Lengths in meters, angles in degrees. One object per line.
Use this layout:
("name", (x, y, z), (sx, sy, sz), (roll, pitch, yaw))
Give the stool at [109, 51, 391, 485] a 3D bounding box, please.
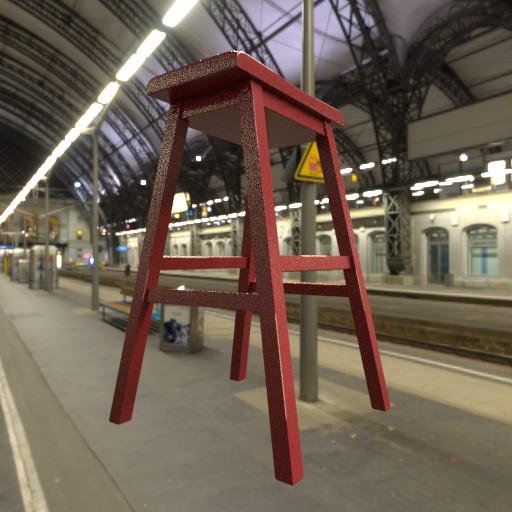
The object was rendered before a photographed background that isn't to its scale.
("stool", (0.000, 0.000, 1.031), (0.476, 0.737, 0.457), (0, 0, 36))
